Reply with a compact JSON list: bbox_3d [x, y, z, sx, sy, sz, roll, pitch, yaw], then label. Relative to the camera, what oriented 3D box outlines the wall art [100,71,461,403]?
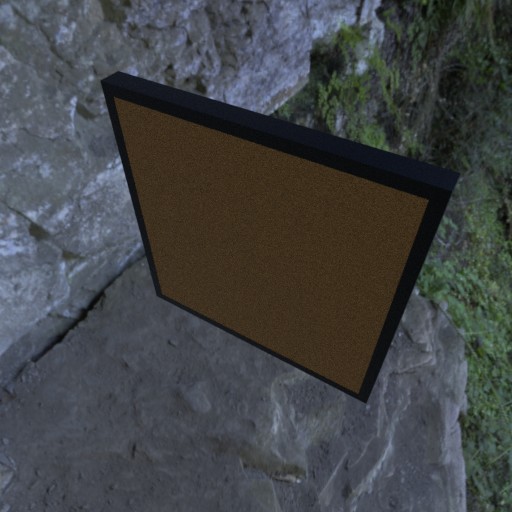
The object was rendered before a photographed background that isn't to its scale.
[{"bbox_3d":[0.000,0.000,0.755,0.508,0.508,0.038,23,51,21],"label":"wall art"}]
